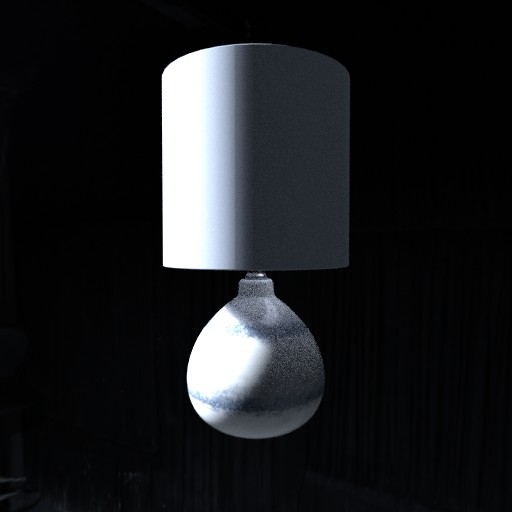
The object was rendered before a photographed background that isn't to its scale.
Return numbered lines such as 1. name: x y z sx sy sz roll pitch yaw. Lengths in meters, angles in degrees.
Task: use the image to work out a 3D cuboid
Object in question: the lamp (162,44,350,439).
1. lamp: 0.000 0.000 0.528 0.216 0.404 0.216 1 2 35
